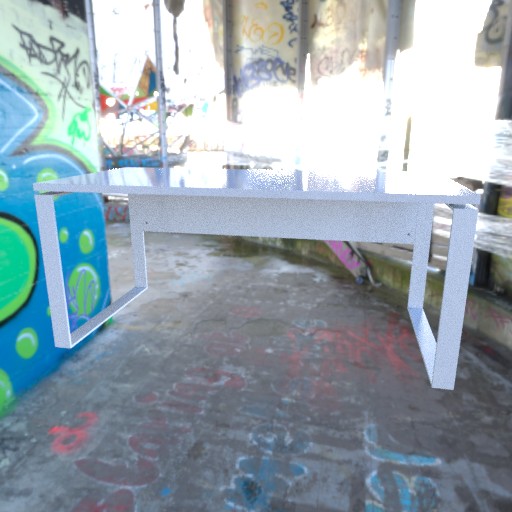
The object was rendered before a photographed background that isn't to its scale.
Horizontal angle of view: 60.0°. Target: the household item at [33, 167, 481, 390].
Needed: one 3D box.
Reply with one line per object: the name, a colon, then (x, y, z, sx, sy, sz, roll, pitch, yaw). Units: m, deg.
household item: (0.000, 0.000, 2.126, 1.700, 0.745, 0.800, 3, 16, 11)
